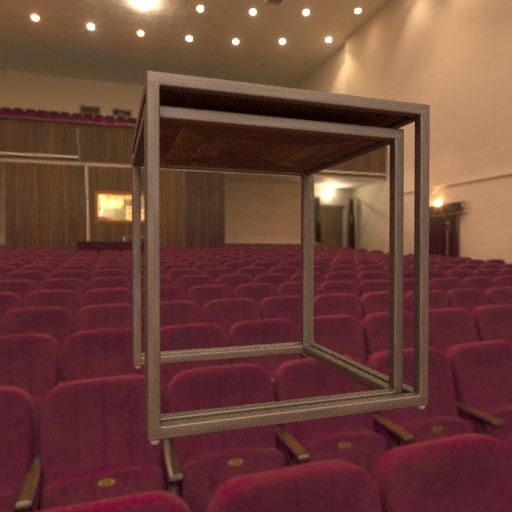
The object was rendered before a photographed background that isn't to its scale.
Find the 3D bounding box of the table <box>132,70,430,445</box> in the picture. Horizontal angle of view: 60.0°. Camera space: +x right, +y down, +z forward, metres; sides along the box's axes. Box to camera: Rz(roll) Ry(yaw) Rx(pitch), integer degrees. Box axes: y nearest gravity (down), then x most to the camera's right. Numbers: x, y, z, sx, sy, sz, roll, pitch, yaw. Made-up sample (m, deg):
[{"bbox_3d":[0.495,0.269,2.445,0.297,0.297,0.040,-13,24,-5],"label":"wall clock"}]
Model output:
[{"bbox_3d":[0.000,0.000,0.867,0.449,0.500,0.450,0,1,-18],"label":"table"}]
